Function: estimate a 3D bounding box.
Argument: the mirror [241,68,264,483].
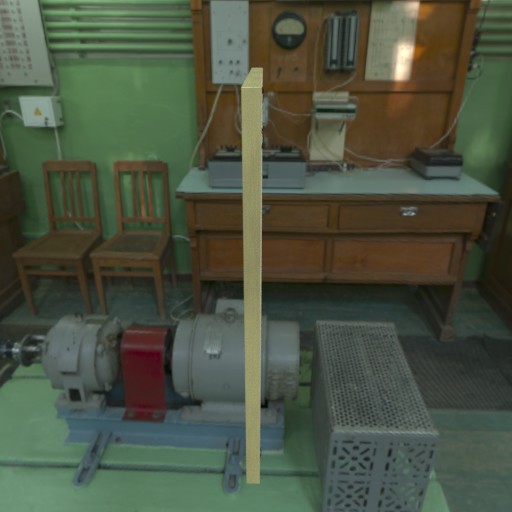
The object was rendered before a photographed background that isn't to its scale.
[{"bbox_3d":[0.000,0.000,1.338,0.040,1.016,0.762,0,25,1],"label":"mirror"}]
